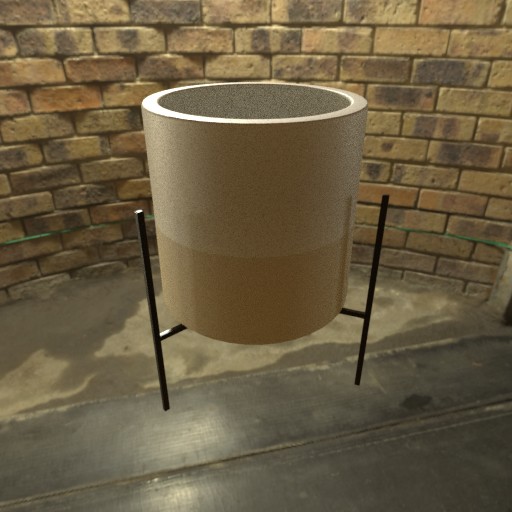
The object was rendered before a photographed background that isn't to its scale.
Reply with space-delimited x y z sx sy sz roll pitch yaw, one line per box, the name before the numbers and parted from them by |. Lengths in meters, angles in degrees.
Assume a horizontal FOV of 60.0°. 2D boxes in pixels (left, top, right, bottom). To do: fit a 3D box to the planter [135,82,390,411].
planter | 0.000 0.000 0.540 0.263 0.362 0.267 21 36 33
